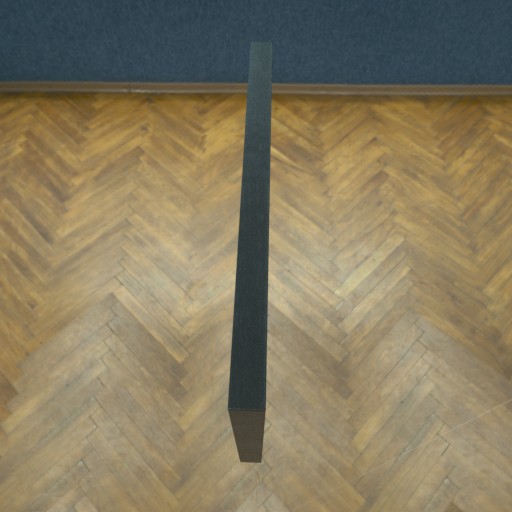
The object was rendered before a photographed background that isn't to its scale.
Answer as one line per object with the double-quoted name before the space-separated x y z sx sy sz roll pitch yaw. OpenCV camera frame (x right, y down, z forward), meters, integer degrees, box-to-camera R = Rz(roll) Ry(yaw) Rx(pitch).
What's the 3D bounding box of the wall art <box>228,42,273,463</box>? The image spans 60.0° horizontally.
"wall art" 0.000 0.000 0.772 0.038 0.409 0.610 1 58 1
